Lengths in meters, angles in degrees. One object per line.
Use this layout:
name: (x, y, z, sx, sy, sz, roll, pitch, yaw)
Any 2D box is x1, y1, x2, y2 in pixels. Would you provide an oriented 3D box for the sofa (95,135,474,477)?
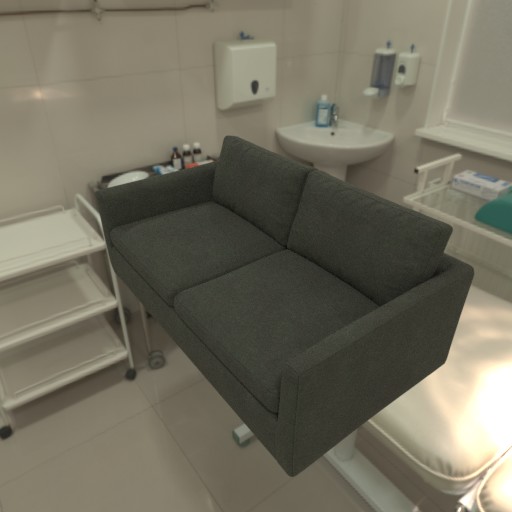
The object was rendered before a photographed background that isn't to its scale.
sofa: (0.000, 0.000, 2.483, 1.091, 0.845, 1.909, -21, 38, -31)
